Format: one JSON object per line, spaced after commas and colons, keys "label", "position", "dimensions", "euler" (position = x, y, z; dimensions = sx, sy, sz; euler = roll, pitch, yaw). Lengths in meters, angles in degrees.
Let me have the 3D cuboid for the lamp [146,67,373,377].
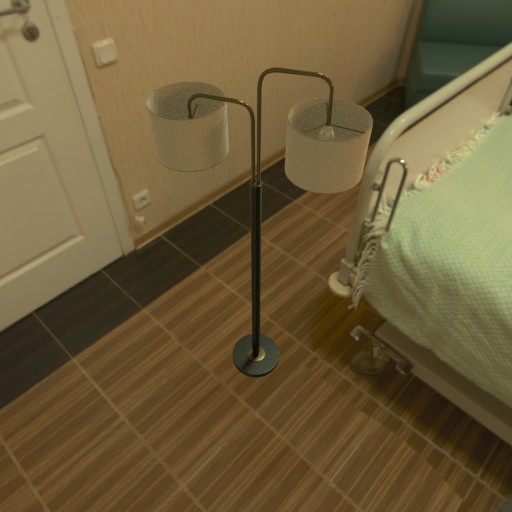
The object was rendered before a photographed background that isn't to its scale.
{"label": "lamp", "position": [0.000, 0.000, 1.845], "dimensions": [0.711, 1.587, 0.254], "euler": [11, 47, 10]}
